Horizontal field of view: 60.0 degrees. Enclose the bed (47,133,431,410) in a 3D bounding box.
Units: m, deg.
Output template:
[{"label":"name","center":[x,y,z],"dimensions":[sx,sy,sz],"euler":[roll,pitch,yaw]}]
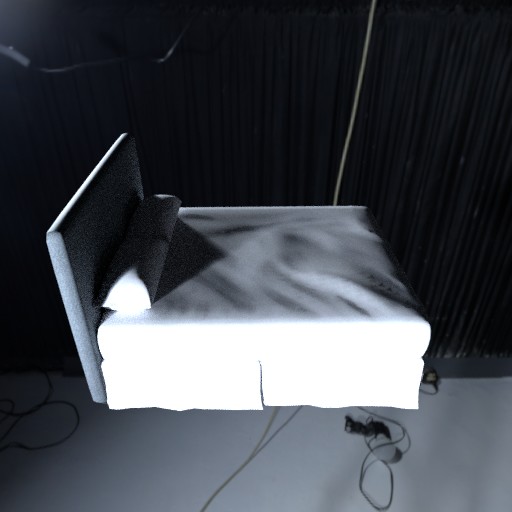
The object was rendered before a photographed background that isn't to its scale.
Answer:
[{"label":"bed","center":[0.000,0.000,3.212],"dimensions":[2.142,1.330,1.713],"euler":[-1,33,-1]}]
